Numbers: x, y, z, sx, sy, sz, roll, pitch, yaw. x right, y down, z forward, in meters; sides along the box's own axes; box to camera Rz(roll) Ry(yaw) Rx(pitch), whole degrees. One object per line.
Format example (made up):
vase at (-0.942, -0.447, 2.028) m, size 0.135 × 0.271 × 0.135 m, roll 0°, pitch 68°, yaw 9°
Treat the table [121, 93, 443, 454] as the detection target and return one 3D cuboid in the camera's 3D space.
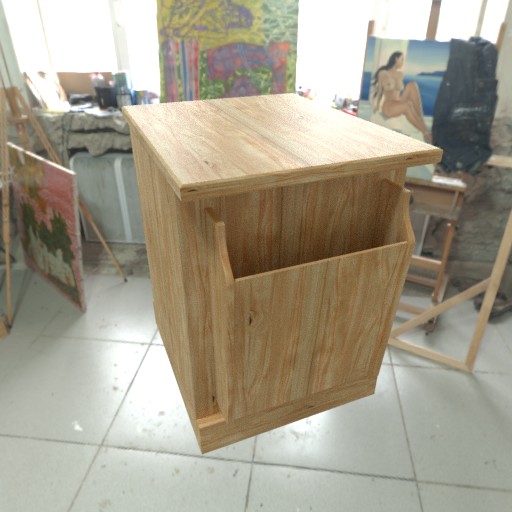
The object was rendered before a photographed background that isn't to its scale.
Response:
table at (0.000, 0.000, 0.877) m, size 0.380 × 0.515 × 0.530 m, roll -12°, pitch 32°, yaw -19°
